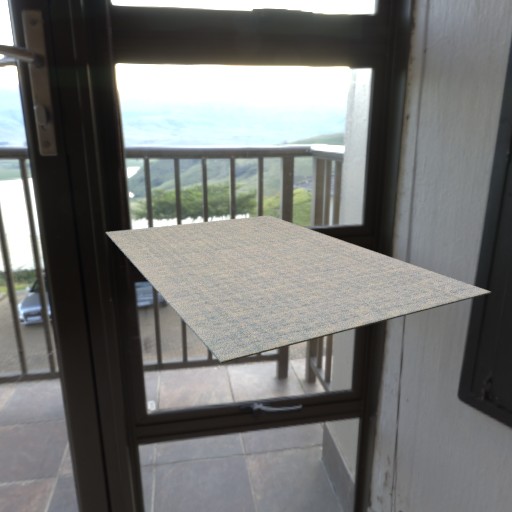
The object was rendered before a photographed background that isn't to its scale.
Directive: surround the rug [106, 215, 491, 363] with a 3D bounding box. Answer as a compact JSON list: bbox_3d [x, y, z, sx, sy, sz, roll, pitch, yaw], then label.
[{"bbox_3d":[0.000,0.000,2.210,1.142,0.006,1.752,-8,18,-27],"label":"rug"}]
